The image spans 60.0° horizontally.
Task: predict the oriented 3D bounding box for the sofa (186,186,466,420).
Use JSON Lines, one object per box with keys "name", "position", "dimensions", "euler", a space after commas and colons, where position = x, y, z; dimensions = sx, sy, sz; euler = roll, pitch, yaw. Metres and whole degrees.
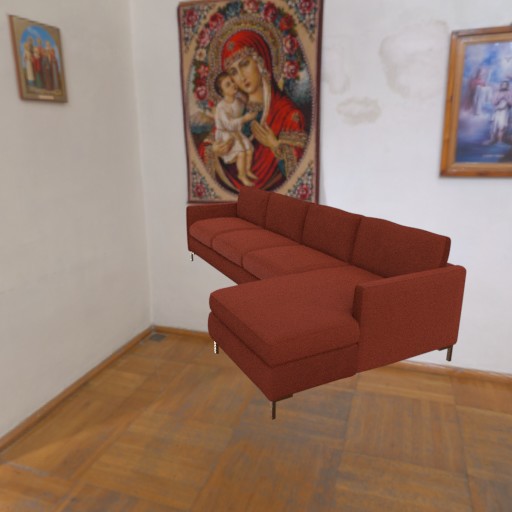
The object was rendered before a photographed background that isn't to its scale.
{"name": "sofa", "position": [0.000, 0.000, 3.593], "dimensions": [1.350, 0.810, 2.932], "euler": [-8, 18, -26]}
